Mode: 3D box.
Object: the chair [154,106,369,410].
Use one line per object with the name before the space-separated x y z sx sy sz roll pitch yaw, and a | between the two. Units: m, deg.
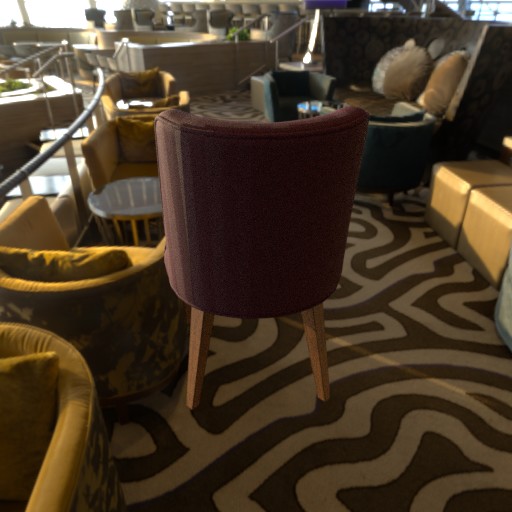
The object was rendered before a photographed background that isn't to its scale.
chair | 0.000 0.000 1.287 0.548 0.916 0.638 -2 30 -4
